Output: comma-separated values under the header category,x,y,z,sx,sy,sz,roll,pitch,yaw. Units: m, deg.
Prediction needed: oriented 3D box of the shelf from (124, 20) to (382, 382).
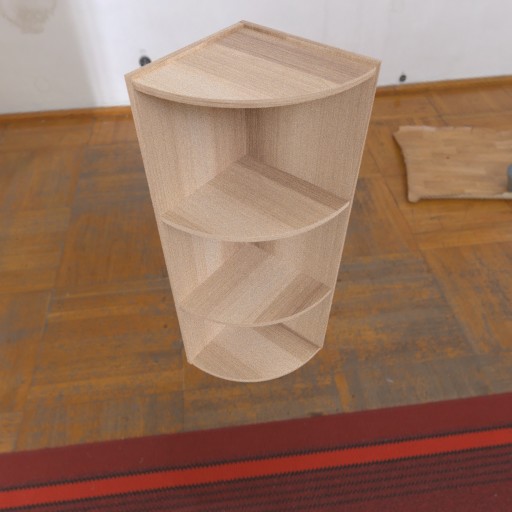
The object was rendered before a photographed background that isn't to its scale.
category,x,y,z,sx,sy,sz,roll,pitch,yaw
shelf,0.000,0.000,1.018,0.290,0.872,0.290,30,54,25
